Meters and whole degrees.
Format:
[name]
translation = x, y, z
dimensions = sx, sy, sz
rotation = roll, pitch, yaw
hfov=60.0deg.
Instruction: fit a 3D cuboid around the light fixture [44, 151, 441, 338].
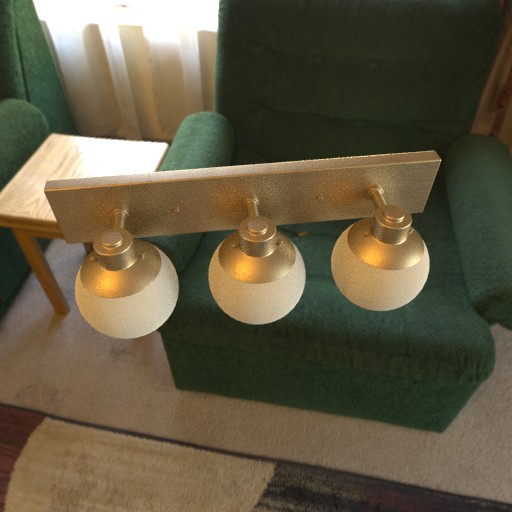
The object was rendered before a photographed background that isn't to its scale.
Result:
[light fixture]
translation = 0.000, 0.000, 0.839
dimensions = 0.721, 0.263, 0.218
rotation = -5, 47, -5
